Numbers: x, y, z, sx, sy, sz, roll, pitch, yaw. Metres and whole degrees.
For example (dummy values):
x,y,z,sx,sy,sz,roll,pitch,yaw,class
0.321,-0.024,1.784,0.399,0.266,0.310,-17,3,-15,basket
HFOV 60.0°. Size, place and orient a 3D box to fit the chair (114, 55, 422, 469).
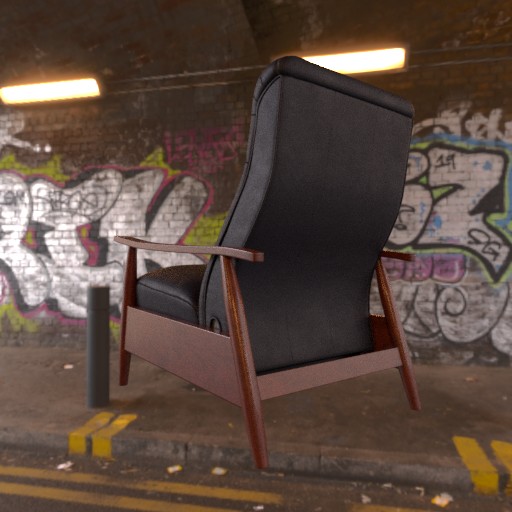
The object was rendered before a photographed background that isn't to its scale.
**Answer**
x,y,z,sx,sy,sz,roll,pitch,yaw,class
0.000,0.000,1.726,0.762,1.082,1.014,0,-1,-38,chair
